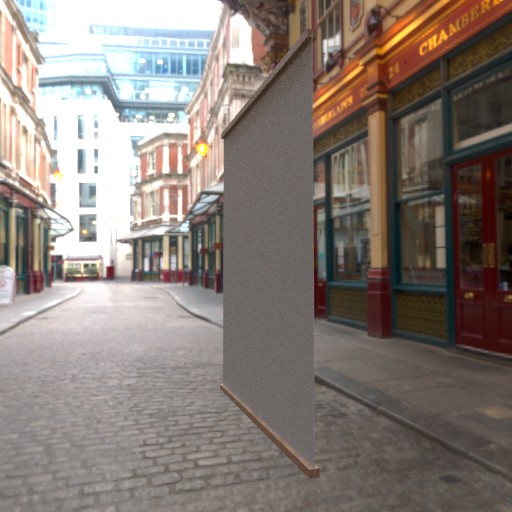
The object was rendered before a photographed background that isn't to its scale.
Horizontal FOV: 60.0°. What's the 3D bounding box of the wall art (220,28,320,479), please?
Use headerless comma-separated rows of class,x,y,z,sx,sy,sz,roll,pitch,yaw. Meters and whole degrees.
wall art,0.000,0.000,0.693,0.012,0.508,0.405,1,-3,-19
